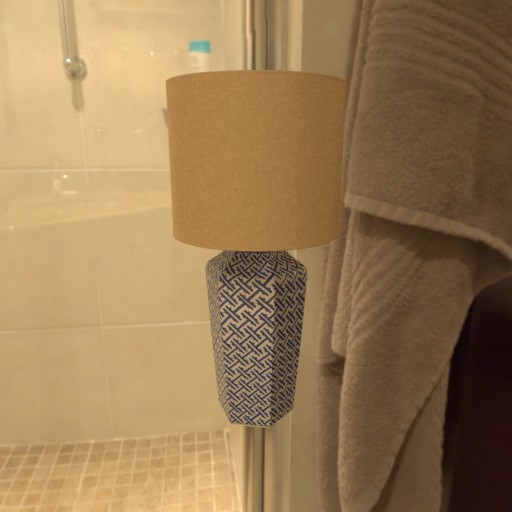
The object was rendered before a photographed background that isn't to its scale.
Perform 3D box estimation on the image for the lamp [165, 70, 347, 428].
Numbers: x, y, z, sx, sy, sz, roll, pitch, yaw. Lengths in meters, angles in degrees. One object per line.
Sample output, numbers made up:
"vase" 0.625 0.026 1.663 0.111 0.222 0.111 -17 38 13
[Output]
"lamp" 0.000 0.000 0.878 0.320 0.682 0.320 14 20 43
